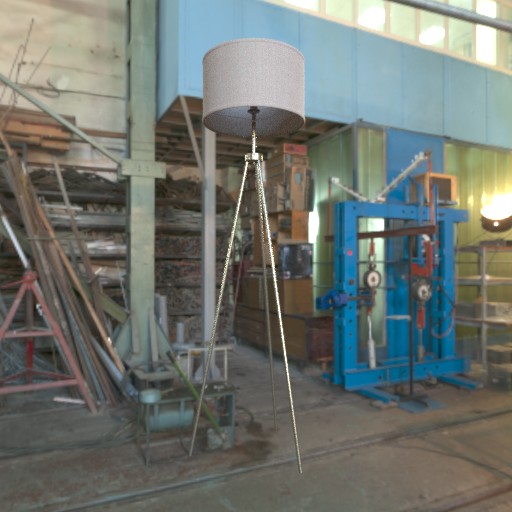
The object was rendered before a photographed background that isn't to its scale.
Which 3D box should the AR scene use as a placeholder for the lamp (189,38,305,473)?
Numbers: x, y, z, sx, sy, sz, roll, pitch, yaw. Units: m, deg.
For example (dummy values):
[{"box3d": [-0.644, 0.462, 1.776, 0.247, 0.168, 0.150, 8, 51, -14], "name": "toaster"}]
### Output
[{"box3d": [0.000, 0.000, 1.790, 0.449, 1.545, 0.460, 0, -1, 19], "name": "lamp"}]
